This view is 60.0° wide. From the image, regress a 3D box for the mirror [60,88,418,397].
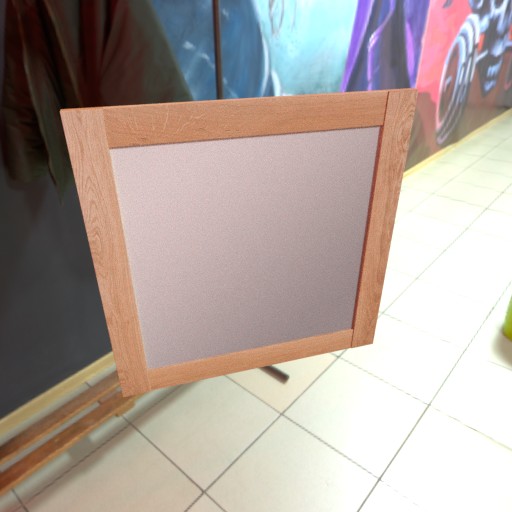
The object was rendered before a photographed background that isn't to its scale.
[{"bbox_3d":[0.000,0.000,1.171,0.800,0.800,0.020,-9,32,-14],"label":"mirror"}]
